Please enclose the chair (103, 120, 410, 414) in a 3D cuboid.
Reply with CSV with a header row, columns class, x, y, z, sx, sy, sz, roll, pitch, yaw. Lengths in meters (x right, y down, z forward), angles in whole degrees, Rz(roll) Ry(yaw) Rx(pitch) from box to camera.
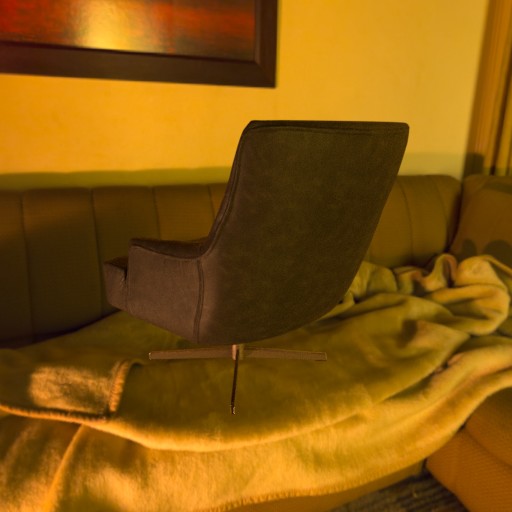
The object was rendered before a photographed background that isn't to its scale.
class,x,y,z,sx,sy,sz,roll,pitch,yaw
chair,0.000,0.000,1.507,0.738,0.870,0.874,-15,22,-42
